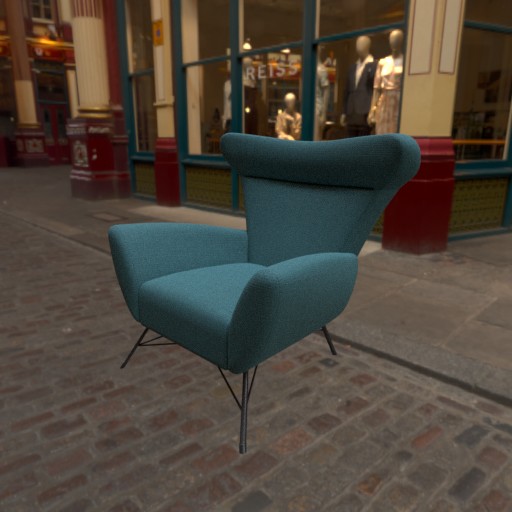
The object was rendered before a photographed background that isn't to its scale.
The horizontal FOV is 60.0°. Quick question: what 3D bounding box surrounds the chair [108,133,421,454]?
[{"bbox_3d":[0.000,0.000,1.835,1.050,0.980,0.900,15,22,42],"label":"chair"}]
